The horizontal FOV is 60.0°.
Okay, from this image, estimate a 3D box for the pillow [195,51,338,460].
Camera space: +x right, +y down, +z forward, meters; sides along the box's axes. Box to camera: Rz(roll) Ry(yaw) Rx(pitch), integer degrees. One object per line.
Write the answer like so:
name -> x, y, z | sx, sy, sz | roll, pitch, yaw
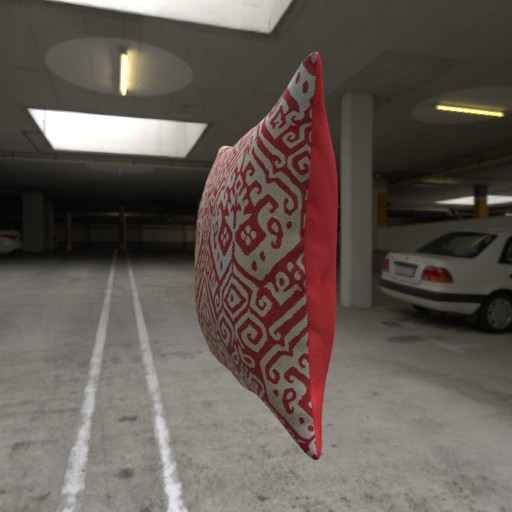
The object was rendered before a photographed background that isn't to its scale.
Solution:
pillow -> 0.000, 0.000, 0.794 | 0.192, 0.507, 0.522 | 0, 1, -17
